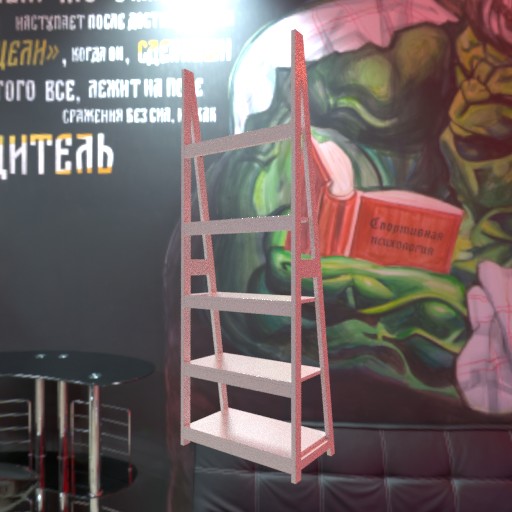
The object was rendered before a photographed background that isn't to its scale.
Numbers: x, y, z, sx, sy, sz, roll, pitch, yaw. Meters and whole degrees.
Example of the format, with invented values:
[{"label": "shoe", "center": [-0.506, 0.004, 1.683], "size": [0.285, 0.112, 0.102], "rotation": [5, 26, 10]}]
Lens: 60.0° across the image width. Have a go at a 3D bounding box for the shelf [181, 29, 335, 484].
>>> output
[{"label": "shelf", "center": [0.000, 0.000, 2.055], "size": [0.636, 1.779, 0.341], "rotation": [0, -1, 36]}]
